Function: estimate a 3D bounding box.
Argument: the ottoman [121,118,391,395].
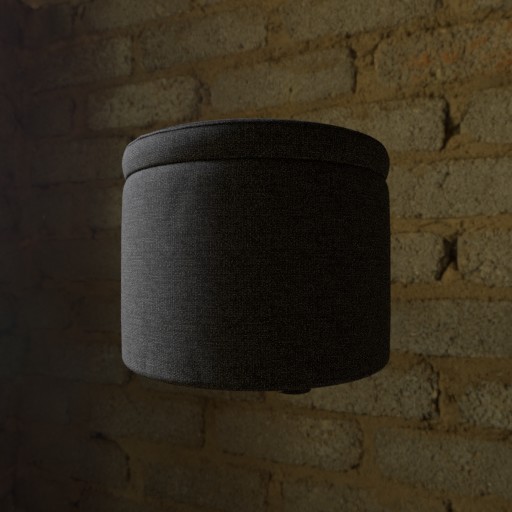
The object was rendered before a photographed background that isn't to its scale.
[{"bbox_3d":[0.000,0.000,0.894,0.520,0.430,0.520,0,0,0],"label":"ottoman"}]
